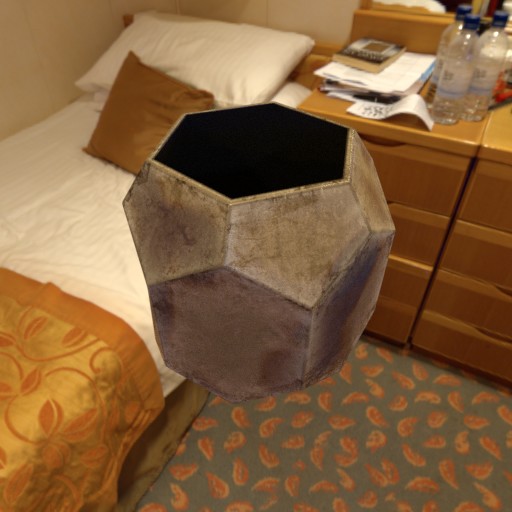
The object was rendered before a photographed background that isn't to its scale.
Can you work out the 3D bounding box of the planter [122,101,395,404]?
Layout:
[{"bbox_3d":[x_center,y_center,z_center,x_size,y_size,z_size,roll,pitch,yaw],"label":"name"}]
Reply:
[{"bbox_3d":[0.000,0.000,0.430,0.221,0.238,0.243,-13,43,-14],"label":"planter"}]
